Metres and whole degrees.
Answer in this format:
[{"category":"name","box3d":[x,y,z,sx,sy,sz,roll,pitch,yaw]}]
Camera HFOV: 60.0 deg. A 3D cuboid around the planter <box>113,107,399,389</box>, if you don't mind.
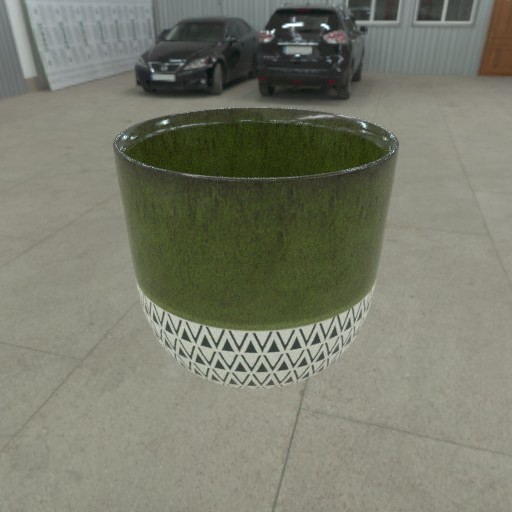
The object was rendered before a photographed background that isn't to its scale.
[{"category":"planter","box3d":[0.000,0.000,0.492,0.266,0.270,0.266,0,29,0]}]
